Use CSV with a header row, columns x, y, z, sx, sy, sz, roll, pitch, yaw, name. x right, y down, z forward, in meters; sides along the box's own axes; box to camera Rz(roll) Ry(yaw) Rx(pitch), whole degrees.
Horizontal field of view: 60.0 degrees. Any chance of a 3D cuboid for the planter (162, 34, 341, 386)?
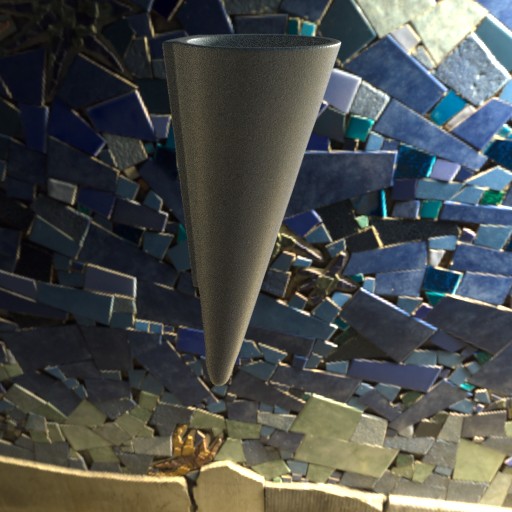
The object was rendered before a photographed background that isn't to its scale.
x,y,z,sx,sy,sz,roll,pitch,yaw,name
0.000,0.000,0.217,0.064,0.191,0.057,10,32,16,planter
